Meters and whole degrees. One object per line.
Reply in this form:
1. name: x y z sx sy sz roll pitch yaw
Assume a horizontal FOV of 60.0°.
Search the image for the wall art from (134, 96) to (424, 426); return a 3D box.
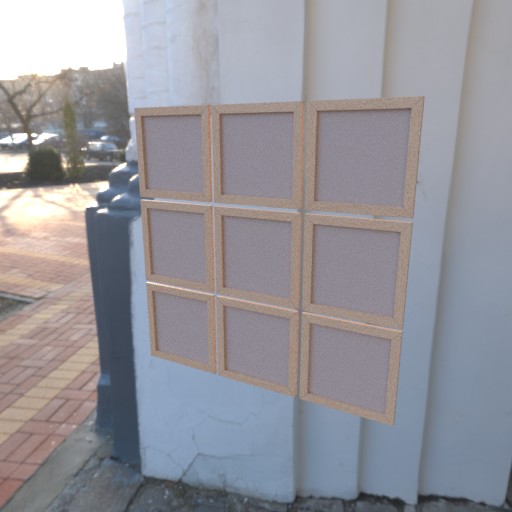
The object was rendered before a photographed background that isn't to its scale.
1. wall art: 0.000 0.000 1.846 1.217 1.207 0.016 8 17 27
